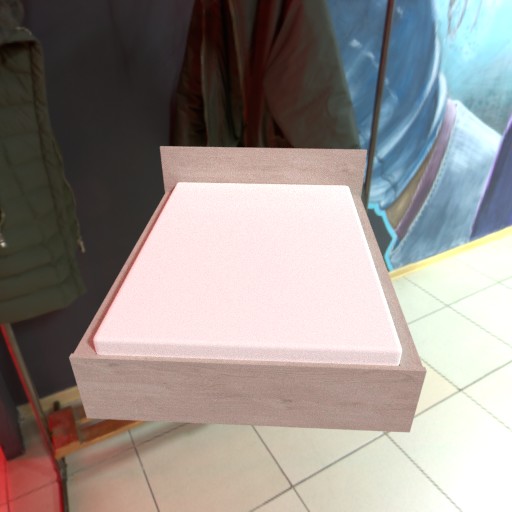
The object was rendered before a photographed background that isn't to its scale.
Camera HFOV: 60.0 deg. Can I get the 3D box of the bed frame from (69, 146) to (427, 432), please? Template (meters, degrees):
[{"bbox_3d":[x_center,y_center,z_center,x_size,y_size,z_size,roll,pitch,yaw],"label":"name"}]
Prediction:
[{"bbox_3d":[0.000,0.000,2.853,1.622,0.800,1.960,2,31,3],"label":"bed frame"}]
